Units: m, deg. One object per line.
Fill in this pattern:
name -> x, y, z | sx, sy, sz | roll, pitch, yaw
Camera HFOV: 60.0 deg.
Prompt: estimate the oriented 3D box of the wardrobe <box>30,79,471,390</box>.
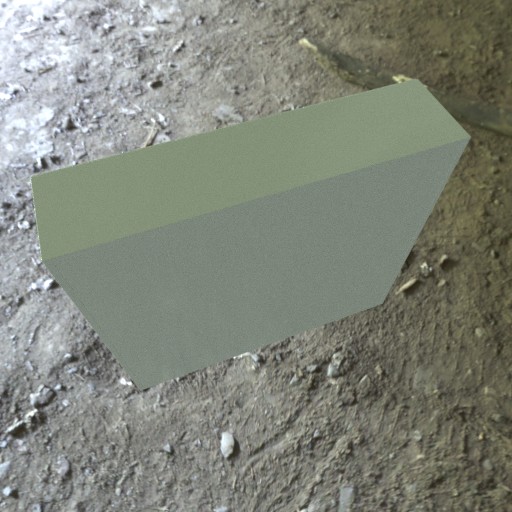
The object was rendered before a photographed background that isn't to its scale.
wardrobe -> 0.000, 0.000, 1.890 | 1.340, 1.200, 0.360 | -18, 59, -11
